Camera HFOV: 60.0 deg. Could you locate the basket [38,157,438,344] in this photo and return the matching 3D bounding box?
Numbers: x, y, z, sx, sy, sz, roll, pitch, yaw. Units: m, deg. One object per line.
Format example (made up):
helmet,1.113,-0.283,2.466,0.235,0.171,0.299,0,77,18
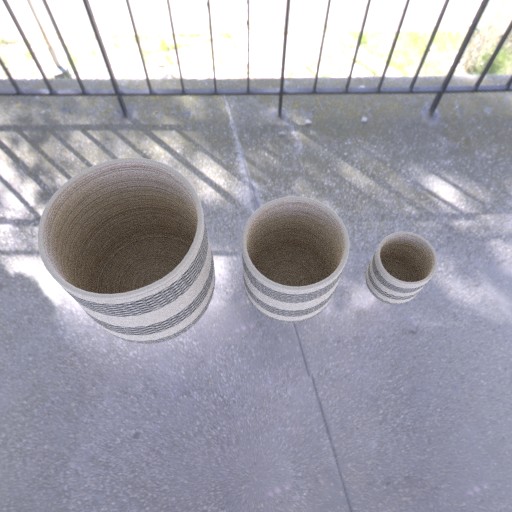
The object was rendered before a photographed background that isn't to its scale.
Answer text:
basket,0.000,0.000,1.090,0.917,0.356,0.351,-1,63,-1
